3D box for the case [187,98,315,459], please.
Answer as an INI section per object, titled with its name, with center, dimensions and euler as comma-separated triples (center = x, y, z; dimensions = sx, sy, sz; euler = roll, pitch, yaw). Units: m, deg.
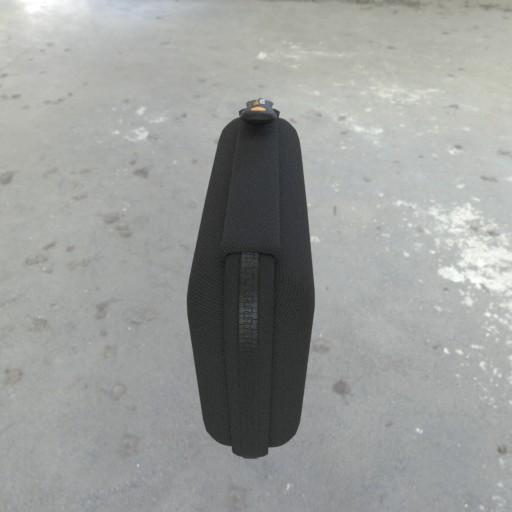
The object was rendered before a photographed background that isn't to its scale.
[case]
center = 0.000, 0.000, 0.181
dimensions = 0.038, 0.105, 0.132
euler = 1, 41, 1
